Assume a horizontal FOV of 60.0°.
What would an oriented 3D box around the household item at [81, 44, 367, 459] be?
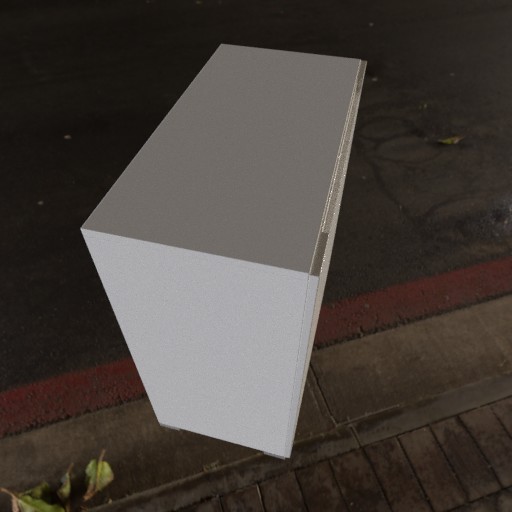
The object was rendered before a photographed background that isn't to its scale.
[{"bbox_3d":[0.000,0.000,1.315,0.420,0.870,0.800,11,49,10],"label":"household item"}]
